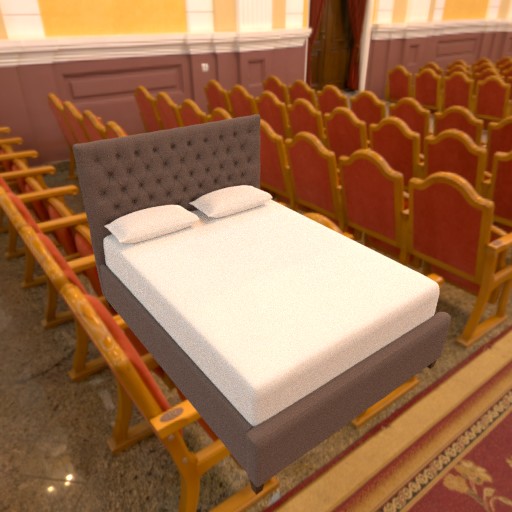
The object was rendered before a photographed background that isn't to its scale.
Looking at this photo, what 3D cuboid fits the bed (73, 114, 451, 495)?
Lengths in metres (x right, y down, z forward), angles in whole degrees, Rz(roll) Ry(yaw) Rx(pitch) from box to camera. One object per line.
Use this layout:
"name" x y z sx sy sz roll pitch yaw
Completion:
"bed" 0.000 0.000 3.216 1.696 1.426 2.233 -20 36 -31
